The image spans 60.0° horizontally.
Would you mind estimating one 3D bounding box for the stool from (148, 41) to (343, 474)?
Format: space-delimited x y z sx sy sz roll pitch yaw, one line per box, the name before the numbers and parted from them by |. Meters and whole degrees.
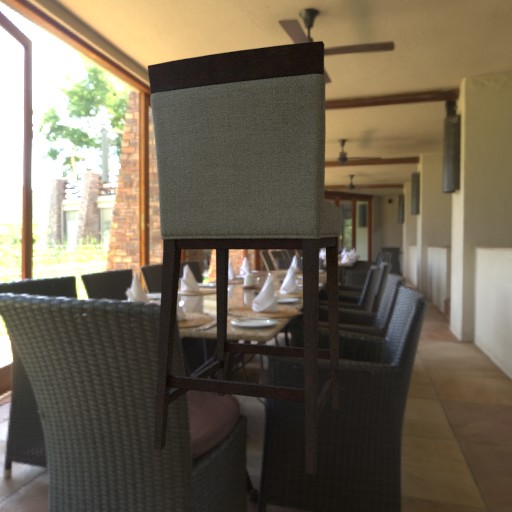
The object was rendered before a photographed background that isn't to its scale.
stool | 0.000 0.000 1.438 0.511 1.117 0.531 0 1 18
